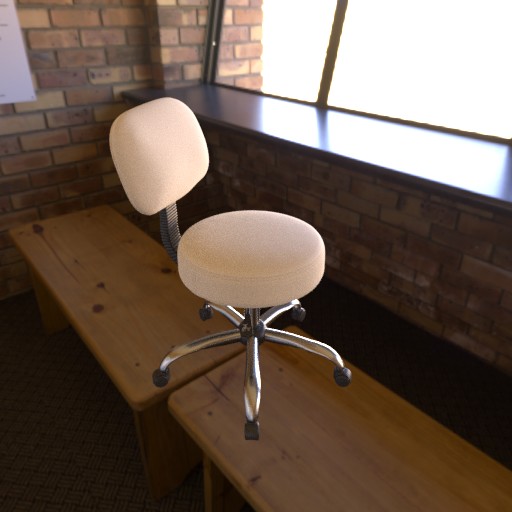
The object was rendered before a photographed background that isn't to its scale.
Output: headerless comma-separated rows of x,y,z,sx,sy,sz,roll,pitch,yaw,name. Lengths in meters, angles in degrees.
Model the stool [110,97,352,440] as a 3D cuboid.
0.000,0.000,1.263,0.616,0.810,0.609,9,30,16,stool
